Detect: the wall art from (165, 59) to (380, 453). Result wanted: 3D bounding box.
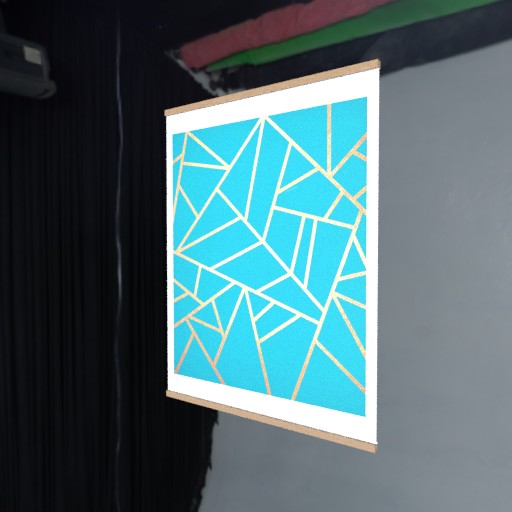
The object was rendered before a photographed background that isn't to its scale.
[{"bbox_3d":[0.000,0.000,0.819,0.459,0.608,0.012,1,2,34],"label":"wall art"}]
